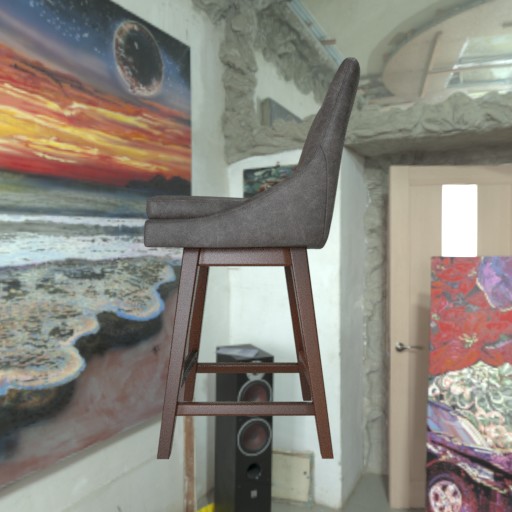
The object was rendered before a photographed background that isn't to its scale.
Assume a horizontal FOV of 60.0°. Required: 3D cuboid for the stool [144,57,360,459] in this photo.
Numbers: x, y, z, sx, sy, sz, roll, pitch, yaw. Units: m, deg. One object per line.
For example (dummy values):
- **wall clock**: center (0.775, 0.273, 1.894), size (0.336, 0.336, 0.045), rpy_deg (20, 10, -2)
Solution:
- **stool**: center (0.000, 0.000, 1.379), size (0.587, 1.046, 0.492), rpy_deg (0, 1, 0)
